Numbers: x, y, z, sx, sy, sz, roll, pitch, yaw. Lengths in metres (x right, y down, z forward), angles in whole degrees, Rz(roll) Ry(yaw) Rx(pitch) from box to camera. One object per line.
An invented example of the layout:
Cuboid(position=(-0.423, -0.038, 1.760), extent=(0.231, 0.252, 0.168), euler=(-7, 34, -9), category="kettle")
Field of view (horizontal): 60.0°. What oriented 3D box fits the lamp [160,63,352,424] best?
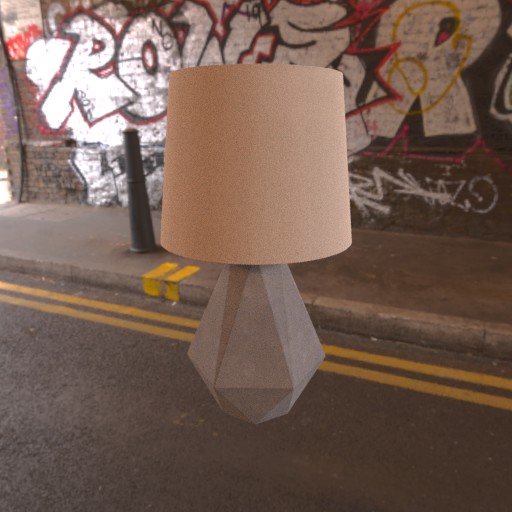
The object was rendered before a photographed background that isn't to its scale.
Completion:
Cuboid(position=(0.000, 0.000, 0.661), extent=(0.276, 0.501, 0.276), euler=(0, 16, 0), category="lamp")
